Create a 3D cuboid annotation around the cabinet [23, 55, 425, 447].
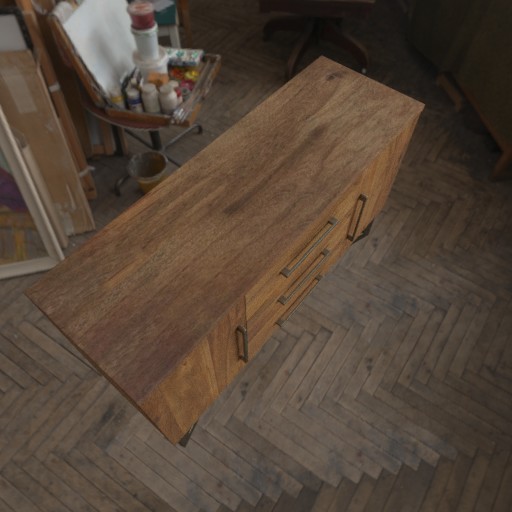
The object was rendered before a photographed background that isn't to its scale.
[{"bbox_3d":[0.000,0.000,1.727,0.480,0.812,1.373,35,64,20],"label":"cabinet"}]
